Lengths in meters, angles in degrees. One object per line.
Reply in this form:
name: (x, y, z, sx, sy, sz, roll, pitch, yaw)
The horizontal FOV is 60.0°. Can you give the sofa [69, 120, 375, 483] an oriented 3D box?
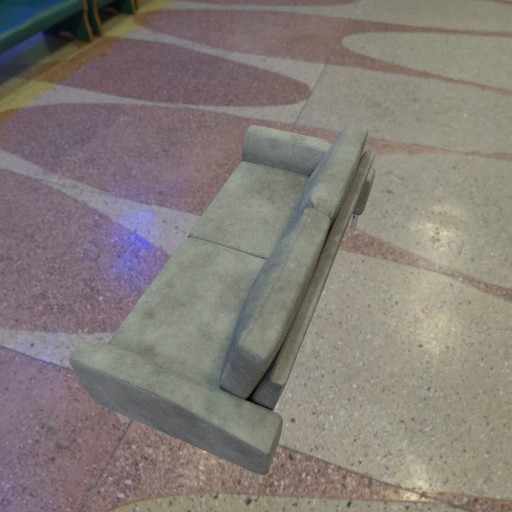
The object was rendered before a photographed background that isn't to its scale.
sofa: (0.000, 0.000, 2.279, 0.849, 0.859, 1.837, 17, 49, 15)
